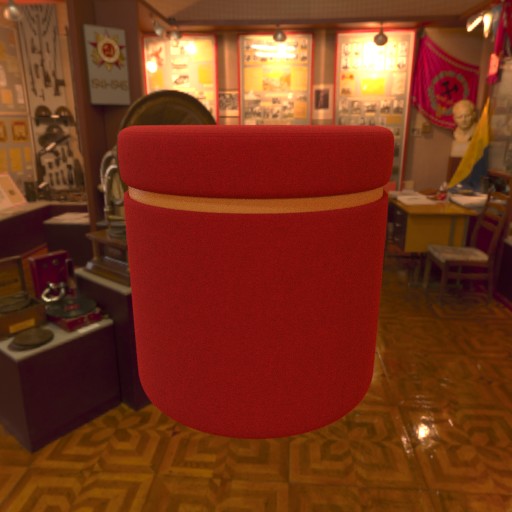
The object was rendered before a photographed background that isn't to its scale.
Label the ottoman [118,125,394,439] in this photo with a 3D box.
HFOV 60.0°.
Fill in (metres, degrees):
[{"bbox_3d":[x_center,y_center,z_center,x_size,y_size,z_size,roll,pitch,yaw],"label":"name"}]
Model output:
[{"bbox_3d":[0.000,0.000,0.718,0.400,0.406,0.400,0,17,0],"label":"ottoman"}]
